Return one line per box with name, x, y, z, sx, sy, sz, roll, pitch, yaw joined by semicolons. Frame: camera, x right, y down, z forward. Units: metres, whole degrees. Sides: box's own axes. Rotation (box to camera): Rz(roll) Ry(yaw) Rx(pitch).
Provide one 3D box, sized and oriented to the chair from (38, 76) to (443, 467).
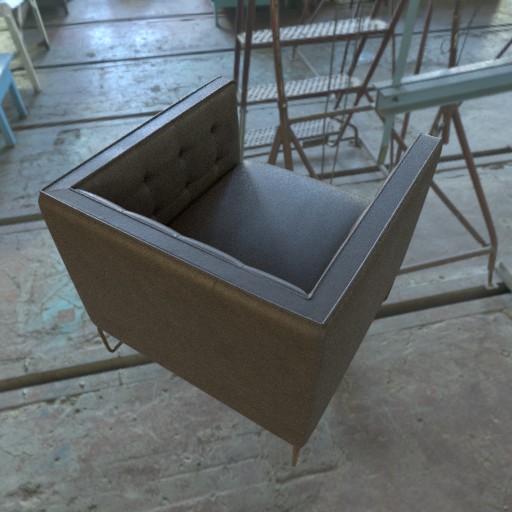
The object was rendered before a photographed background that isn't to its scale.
chair;0.000;0.000;1.552;0.880;0.790;0.894;24;50;21
